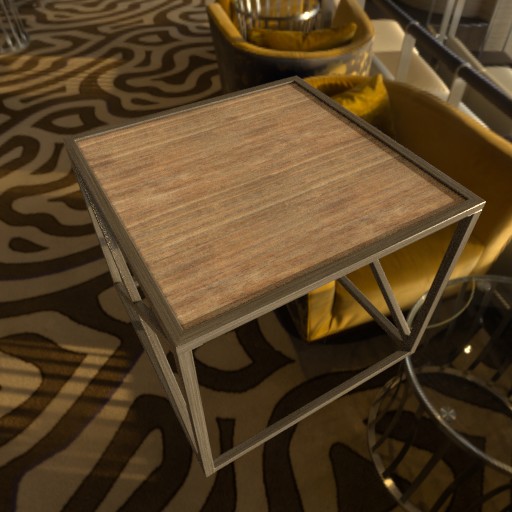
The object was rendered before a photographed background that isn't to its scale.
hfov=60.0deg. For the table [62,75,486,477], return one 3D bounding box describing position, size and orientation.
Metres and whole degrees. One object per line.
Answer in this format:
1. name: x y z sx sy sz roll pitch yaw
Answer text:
1. table: 0.000 0.000 1.061 0.609 0.507 0.611 -23 50 -21
